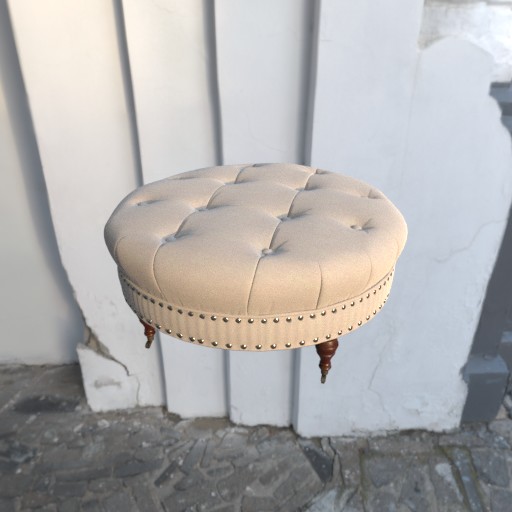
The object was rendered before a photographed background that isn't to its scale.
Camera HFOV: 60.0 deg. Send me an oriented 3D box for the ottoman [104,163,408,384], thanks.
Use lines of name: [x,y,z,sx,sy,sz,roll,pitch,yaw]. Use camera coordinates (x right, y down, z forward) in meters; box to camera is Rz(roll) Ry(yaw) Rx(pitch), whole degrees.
ottoman: [0.000,0.000,1.423,0.901,0.439,0.901,0,27,0]
